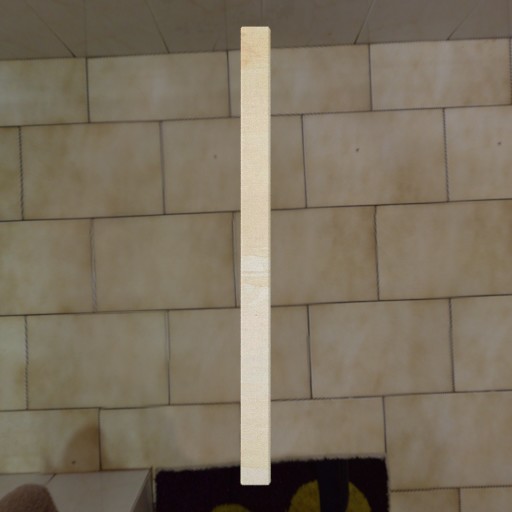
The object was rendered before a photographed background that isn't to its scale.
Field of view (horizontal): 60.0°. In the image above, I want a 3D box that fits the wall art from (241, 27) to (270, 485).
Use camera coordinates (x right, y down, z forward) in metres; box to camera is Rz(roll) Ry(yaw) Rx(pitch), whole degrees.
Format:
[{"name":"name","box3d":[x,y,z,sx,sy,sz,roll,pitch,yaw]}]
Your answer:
[{"name":"wall art","box3d":[0.000,0.000,0.794,0.040,0.402,0.613,0,90,0]}]
